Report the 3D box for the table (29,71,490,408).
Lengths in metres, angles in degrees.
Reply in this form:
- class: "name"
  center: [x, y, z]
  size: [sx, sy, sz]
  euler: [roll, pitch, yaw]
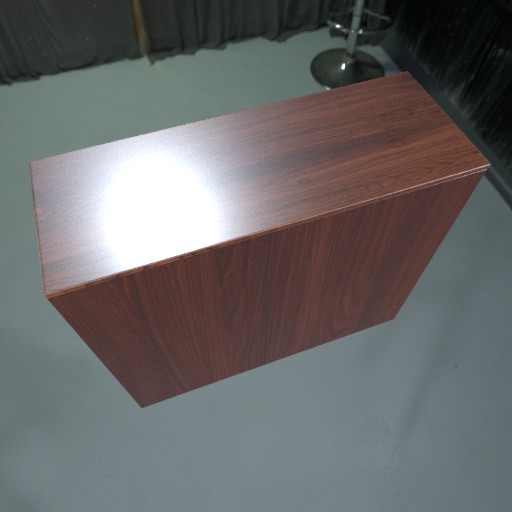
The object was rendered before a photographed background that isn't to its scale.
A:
- class: "table"
  center: [0.000, 0.000, 1.291]
  size: [0.930, 0.790, 0.380]
  euler: [-17, 59, -11]
